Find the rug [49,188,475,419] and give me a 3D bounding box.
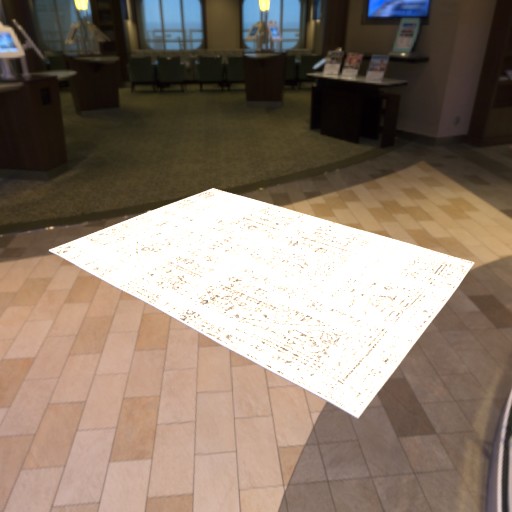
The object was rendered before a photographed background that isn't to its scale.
[{"bbox_3d":[0.000,0.000,3.075,2.438,0.026,1.706,20,34,33],"label":"rug"}]
